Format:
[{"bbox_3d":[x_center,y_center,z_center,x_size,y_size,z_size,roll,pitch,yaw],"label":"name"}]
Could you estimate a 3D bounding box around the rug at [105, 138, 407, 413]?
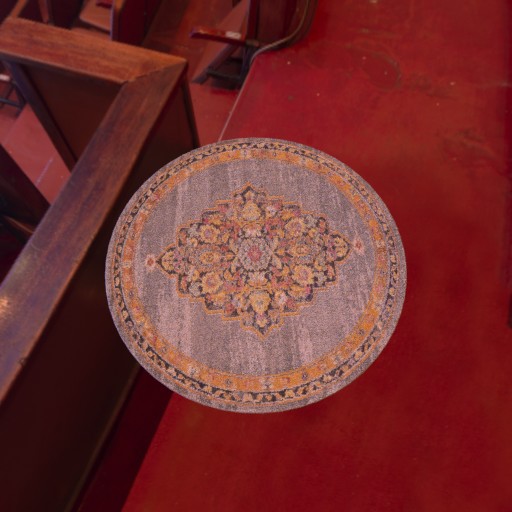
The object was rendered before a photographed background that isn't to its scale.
[{"bbox_3d":[0.000,0.000,3.538,2.382,0.014,2.382,0,65,0],"label":"rug"}]
